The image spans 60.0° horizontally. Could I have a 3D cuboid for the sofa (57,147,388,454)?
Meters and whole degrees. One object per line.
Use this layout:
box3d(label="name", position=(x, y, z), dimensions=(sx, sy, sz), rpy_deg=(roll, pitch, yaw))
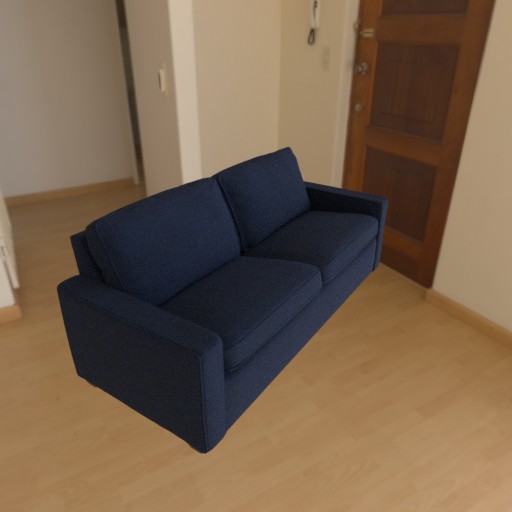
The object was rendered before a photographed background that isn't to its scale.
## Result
box3d(label="sofa", position=(0.000, 0.000, 2.669), dimensions=(0.940, 0.919, 2.080), rpy_deg=(17, 32, 30))
